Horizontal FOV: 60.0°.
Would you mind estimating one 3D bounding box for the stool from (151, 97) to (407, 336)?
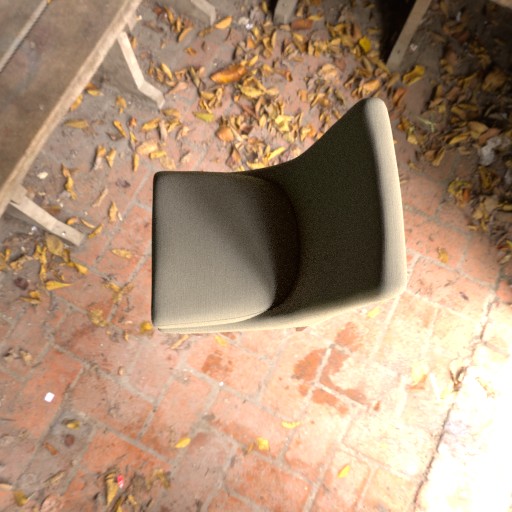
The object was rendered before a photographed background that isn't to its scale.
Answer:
[{"bbox_3d":[0.000,0.000,1.376,0.577,1.078,0.470,-2,77,0],"label":"stool"}]
